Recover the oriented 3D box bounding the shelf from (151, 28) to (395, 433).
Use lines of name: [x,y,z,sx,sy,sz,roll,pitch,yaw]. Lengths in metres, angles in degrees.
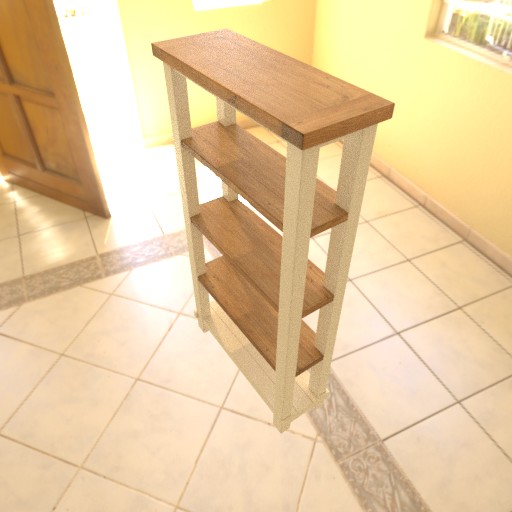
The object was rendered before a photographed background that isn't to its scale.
shelf: [0.000,0.000,2.280,0.381,1.878,1.022,-25,48,-25]
